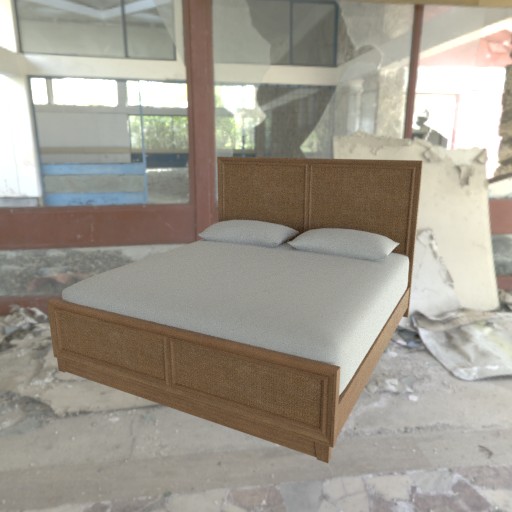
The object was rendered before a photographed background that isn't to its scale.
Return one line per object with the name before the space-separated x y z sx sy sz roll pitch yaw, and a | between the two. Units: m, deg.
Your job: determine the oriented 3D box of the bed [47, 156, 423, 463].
bed | 0.000 0.000 3.394 2.003 1.387 2.184 8 16 27
